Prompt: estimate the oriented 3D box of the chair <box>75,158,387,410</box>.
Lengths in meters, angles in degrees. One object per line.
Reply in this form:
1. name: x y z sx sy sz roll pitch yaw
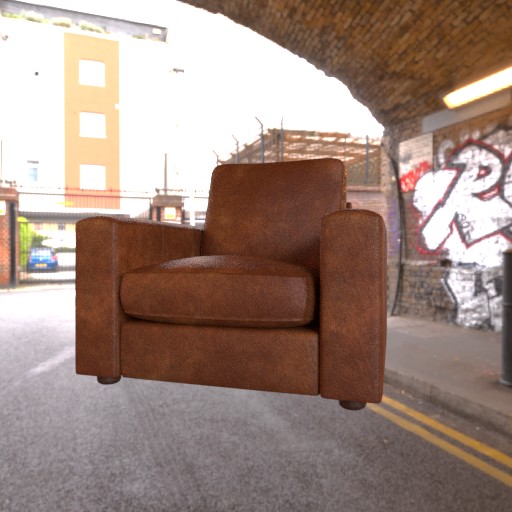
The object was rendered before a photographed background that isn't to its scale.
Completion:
1. chair: 0.000 0.000 1.788 1.005 0.873 1.016 0 1 17
